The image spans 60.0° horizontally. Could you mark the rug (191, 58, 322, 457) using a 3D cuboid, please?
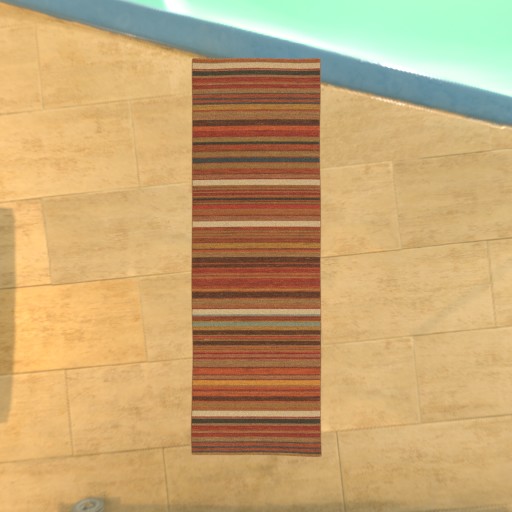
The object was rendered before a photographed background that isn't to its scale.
[{"bbox_3d":[0.000,0.000,2.720,0.799,0.030,2.444,0,89,1],"label":"rug"}]
